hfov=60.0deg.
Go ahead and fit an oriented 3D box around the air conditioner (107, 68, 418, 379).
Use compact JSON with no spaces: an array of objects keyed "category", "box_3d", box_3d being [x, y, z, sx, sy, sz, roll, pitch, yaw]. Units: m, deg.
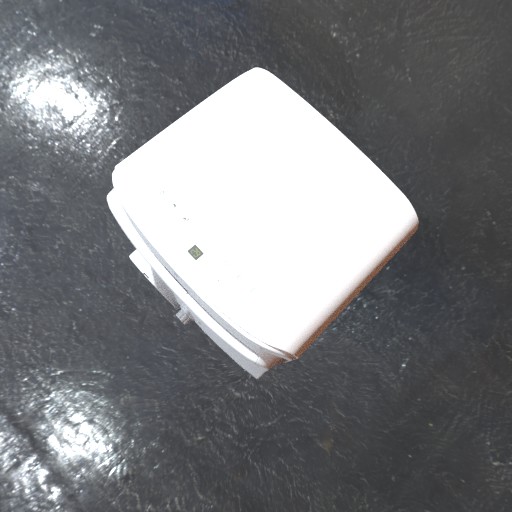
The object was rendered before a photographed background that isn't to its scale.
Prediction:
[{"category":"air conditioner","box_3d":[0.000,0.000,1.070,0.467,0.765,0.478,-43,80,-9]}]
